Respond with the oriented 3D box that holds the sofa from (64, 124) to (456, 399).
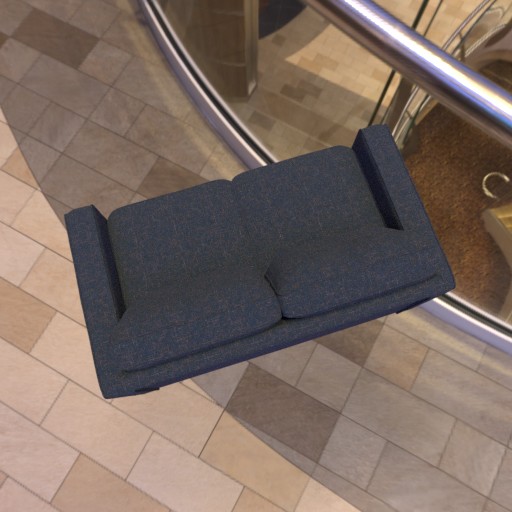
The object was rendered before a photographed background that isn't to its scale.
[{"bbox_3d":[0.000,0.000,2.250,1.709,0.918,0.947,-17,75,-5],"label":"sofa"}]
